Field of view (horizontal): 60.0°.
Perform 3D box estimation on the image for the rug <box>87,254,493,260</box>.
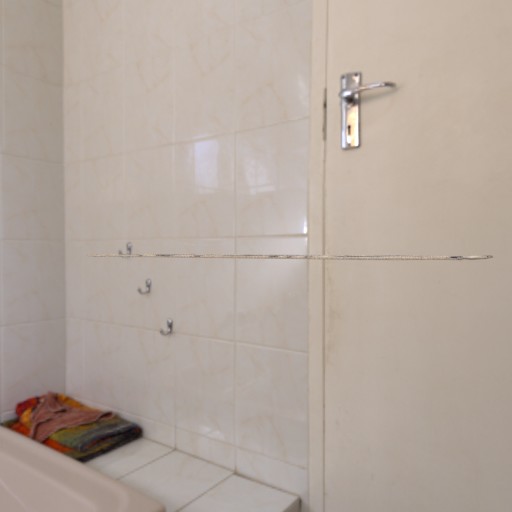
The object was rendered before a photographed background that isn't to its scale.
[{"bbox_3d":[0.000,0.000,2.512,2.301,0.017,0.692,0,1,37],"label":"rug"}]
